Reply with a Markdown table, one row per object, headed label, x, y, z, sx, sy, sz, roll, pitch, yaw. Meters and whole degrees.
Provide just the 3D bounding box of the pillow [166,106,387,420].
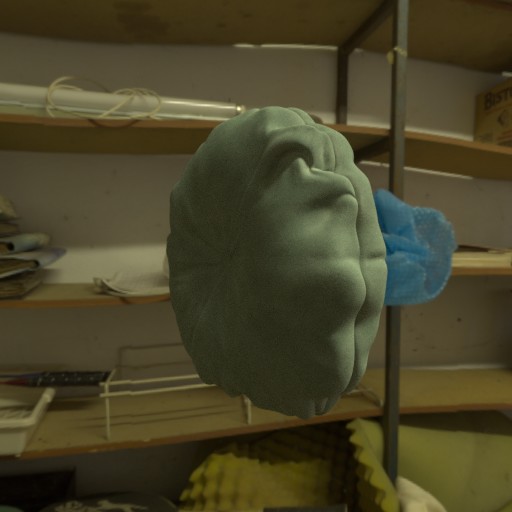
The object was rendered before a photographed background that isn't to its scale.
| label | x | y | z | sx | sy | sz | roll | pitch | yaw |
| --- | --- | --- | --- | --- | --- | --- | --- | --- | --- |
| pillow | 0.000 | 0.000 | 0.631 | 0.148 | 0.407 | 0.428 | -1 | 3 | -35 |
